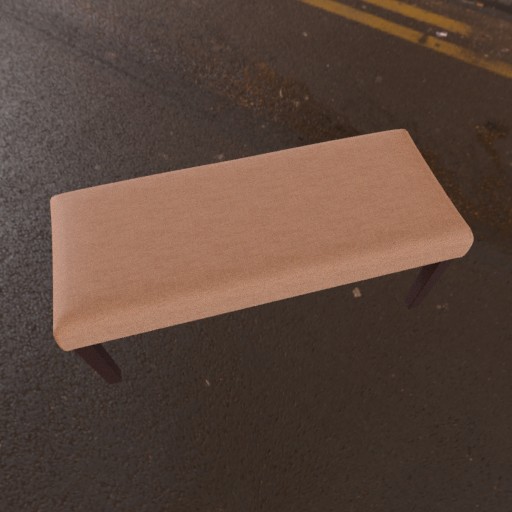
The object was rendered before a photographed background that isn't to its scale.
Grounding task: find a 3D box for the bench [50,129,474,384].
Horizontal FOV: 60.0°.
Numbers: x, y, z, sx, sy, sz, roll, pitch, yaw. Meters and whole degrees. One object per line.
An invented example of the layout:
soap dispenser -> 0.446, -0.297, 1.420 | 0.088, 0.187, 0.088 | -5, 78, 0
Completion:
bench -> 0.000, 0.000, 1.270 | 1.013, 0.456, 0.407 | -13, 59, -8
